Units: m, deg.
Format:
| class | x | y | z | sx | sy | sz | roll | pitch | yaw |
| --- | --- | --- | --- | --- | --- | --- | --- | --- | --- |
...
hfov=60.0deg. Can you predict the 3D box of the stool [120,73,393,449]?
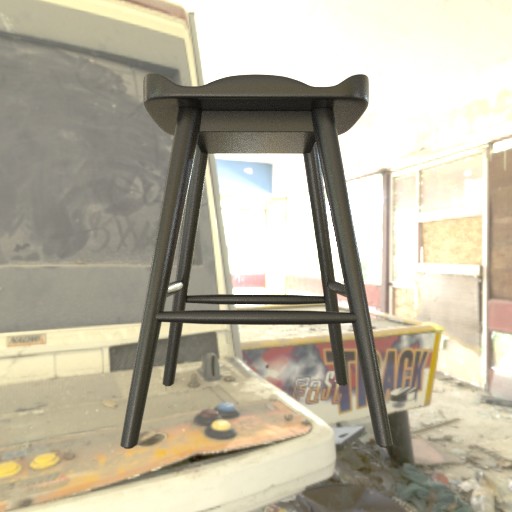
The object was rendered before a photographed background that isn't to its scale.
| class | x | y | z | sx | sy | sz | roll | pitch | yaw |
| --- | --- | --- | --- | --- | --- | --- | --- | --- | --- |
| stool | 0.000 | 0.000 | 0.883 | 0.440 | 0.615 | 0.361 | 0 | 0 | 0 |
